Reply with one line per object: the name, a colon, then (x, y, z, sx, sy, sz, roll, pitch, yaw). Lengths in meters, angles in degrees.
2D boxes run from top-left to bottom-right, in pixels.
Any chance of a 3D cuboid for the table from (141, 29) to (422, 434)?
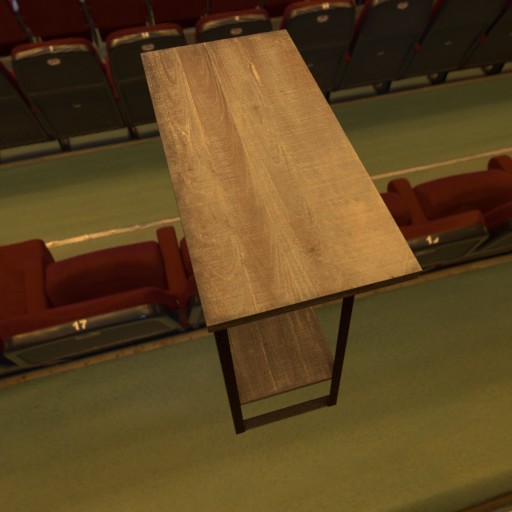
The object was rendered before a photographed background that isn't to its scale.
table: (0.000, 0.000, 1.028, 0.300, 0.701, 0.599, -14, 58, -9)
